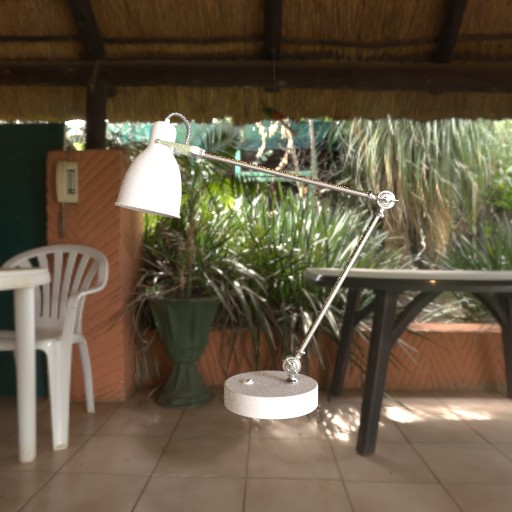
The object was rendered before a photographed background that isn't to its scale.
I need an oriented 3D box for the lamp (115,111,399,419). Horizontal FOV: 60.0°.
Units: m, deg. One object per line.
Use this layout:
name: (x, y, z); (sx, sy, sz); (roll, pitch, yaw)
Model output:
lamp: (0.000, 0.000, 0.889); (0.561, 0.587, 0.187); (0, 0, 0)
